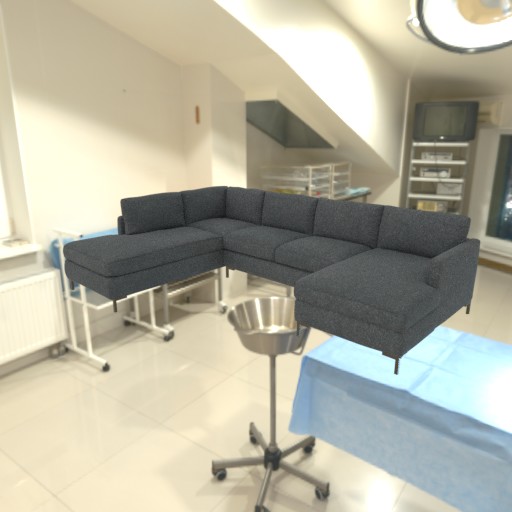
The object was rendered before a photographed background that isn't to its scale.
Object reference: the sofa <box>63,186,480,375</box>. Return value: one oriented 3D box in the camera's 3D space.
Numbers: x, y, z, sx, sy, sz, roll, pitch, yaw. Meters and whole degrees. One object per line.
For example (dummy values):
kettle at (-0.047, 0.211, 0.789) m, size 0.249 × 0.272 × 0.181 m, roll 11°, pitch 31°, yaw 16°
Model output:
sofa at (0.000, 0.000, 3.711) m, size 2.956 × 0.813 × 2.007 m, roll 15°, pitch 22°, yaw 41°
